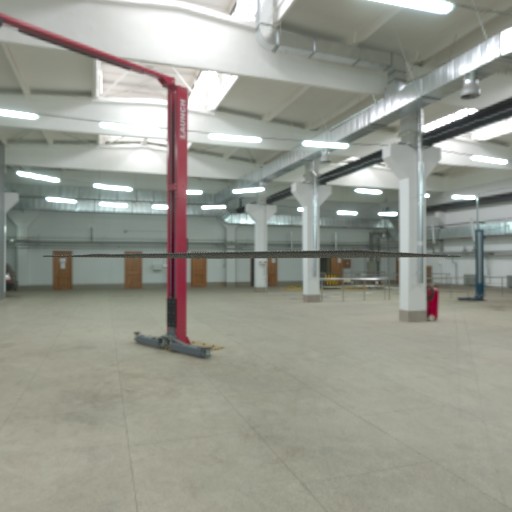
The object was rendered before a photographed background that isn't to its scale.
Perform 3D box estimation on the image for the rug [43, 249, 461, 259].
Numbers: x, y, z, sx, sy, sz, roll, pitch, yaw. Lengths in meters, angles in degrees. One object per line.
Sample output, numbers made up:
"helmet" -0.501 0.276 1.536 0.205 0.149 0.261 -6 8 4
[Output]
"rug" 0.000 0.000 4.138 3.068 0.021 2.456 -1 -1 36
